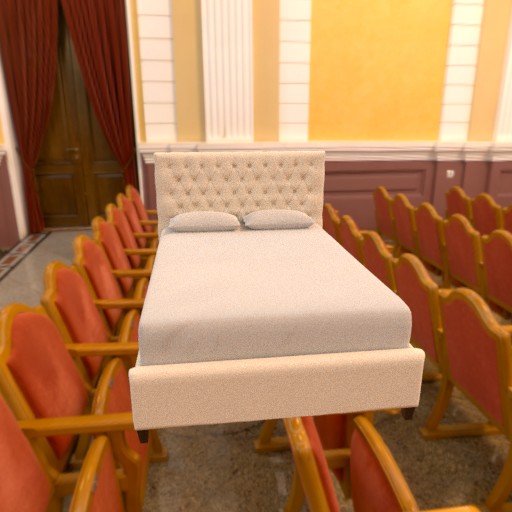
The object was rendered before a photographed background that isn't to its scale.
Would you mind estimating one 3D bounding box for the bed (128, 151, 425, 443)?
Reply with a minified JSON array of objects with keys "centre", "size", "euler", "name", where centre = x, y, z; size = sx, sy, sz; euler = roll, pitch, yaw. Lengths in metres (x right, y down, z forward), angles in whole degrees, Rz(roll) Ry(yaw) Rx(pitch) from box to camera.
[{"centre":[0.000,0.000,3.489],"size":[1.698,1.427,2.387],"euler":[-2,18,-7],"name":"bed"}]
